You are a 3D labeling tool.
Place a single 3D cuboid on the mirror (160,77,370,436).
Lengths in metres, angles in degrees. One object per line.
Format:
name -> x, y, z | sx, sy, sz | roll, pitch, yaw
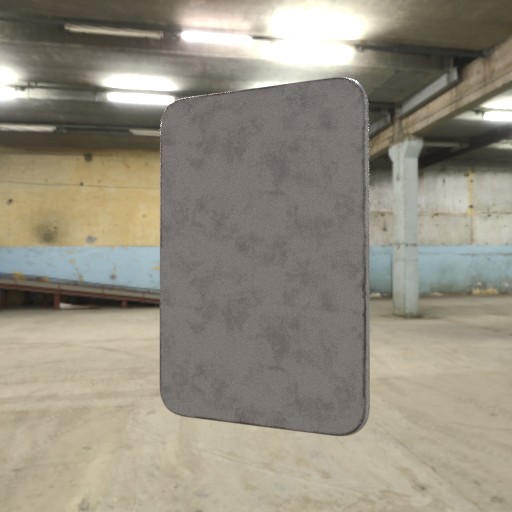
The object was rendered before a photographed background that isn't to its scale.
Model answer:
mirror -> 0.000, 0.000, 0.930 | 0.461, 0.713, 0.024 | 0, -1, 19
